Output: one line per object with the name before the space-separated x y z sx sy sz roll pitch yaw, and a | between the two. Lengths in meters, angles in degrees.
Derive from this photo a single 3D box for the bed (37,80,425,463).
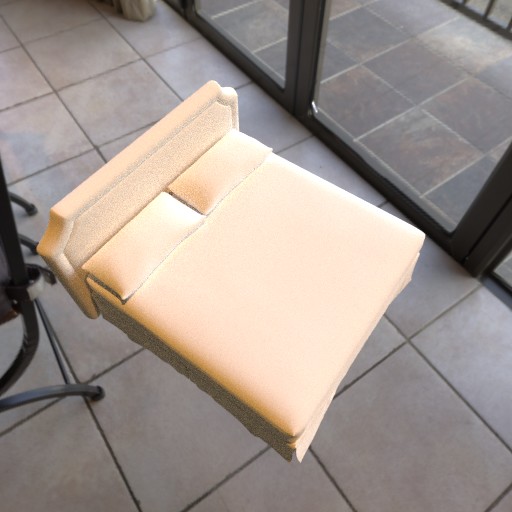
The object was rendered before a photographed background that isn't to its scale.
bed | 0.000 0.000 3.508 2.204 1.301 2.160 32 63 18
